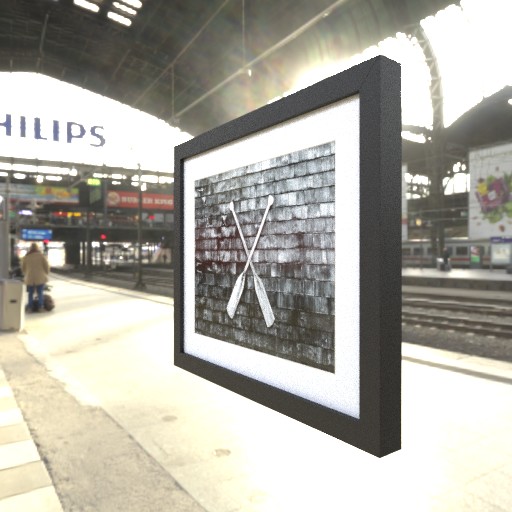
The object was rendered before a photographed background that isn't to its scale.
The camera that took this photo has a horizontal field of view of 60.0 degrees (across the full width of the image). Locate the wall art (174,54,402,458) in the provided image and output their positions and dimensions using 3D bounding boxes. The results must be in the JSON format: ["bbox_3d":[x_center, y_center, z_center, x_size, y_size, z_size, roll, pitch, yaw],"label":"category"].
[{"bbox_3d":[0.000,0.000,0.523,0.029,0.330,0.381,0,0,-36],"label":"wall art"}]
